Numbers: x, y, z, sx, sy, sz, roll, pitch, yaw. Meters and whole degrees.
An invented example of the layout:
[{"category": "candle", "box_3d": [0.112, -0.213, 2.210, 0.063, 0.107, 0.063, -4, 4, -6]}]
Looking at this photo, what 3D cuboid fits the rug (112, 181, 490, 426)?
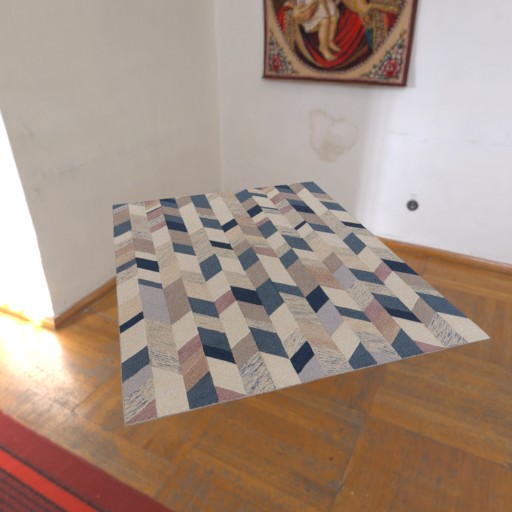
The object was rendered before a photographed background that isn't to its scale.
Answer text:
[{"category": "rug", "box_3d": [0.000, 0.000, 4.001, 2.451, 0.011, 3.072, -9, 32, -15]}]
